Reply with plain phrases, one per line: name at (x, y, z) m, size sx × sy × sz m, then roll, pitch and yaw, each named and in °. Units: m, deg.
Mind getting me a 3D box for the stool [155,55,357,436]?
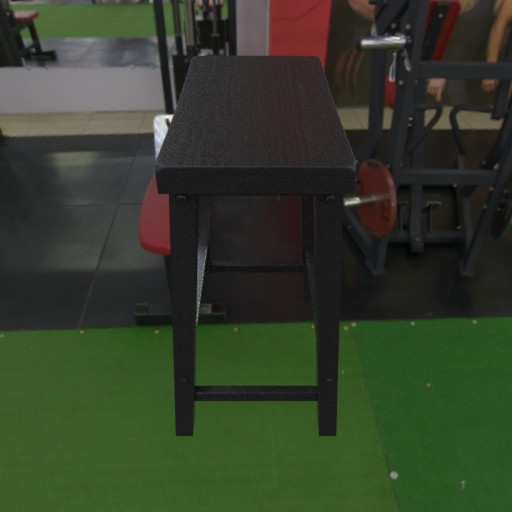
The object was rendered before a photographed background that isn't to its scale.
stool at (0.000, 0.000, 0.847) m, size 0.322 × 0.610 × 0.406 m, roll 0°, pitch 41°, yaw 0°
